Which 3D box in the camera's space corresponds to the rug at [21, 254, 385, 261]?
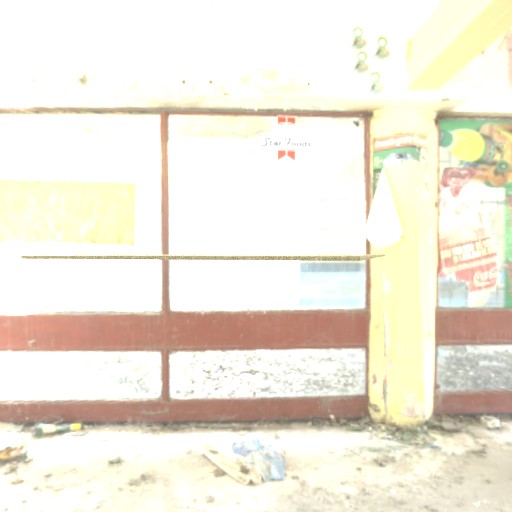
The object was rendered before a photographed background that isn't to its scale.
[{"bbox_3d":[0.000,0.000,2.877,1.532,0.018,2.297,0,0,18],"label":"rug"}]
